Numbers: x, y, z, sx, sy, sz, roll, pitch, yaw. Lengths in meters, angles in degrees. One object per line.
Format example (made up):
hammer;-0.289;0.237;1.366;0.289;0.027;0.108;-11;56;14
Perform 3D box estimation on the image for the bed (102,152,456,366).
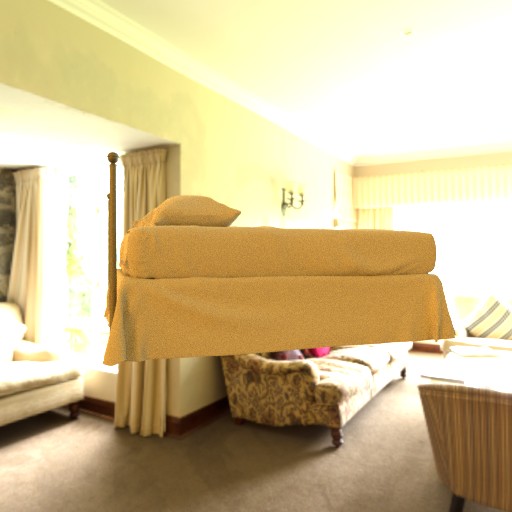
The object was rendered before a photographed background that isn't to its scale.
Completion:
bed;0.000;0.000;3.391;2.215;1.080;1.936;0;0;-19
